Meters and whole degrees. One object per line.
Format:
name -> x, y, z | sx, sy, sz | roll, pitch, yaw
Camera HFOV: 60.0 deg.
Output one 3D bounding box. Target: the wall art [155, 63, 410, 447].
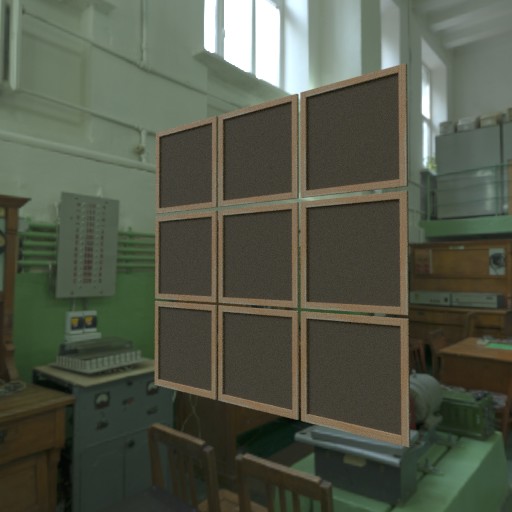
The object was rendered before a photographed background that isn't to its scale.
wall art -> 0.000, 0.000, 1.777 | 1.216, 1.218, 0.013 | -1, -2, 37
